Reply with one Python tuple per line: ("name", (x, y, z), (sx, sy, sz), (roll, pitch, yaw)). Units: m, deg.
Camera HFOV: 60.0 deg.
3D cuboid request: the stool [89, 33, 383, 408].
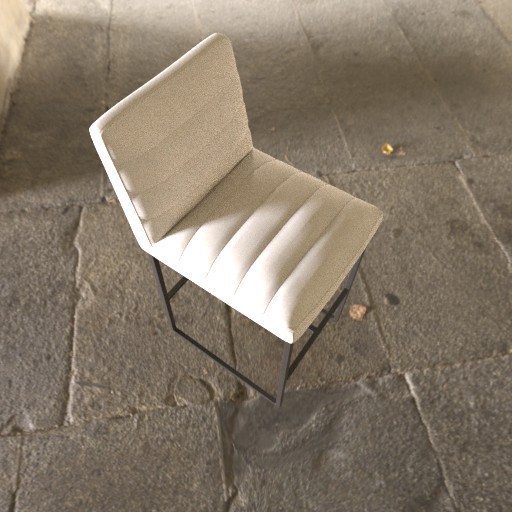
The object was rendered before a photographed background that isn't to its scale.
("stool", (0.000, 0.000, 1.372), (0.573, 1.061, 0.464), (31, 63, 18))
